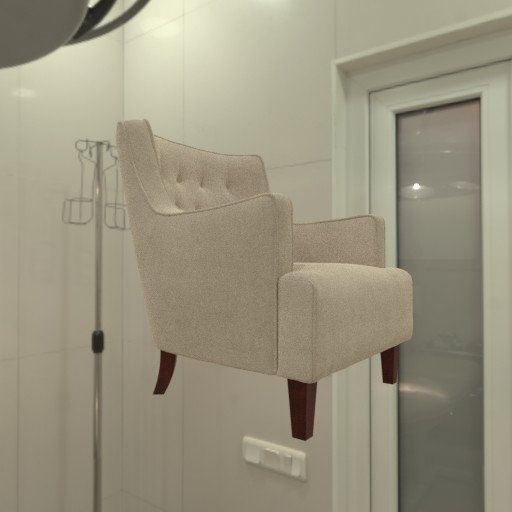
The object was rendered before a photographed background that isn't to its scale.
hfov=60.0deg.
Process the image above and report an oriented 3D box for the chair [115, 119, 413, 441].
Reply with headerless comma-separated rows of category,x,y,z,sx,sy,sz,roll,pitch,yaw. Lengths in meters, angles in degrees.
chair,0.000,0.000,1.590,0.910,0.920,0.781,0,-1,37
